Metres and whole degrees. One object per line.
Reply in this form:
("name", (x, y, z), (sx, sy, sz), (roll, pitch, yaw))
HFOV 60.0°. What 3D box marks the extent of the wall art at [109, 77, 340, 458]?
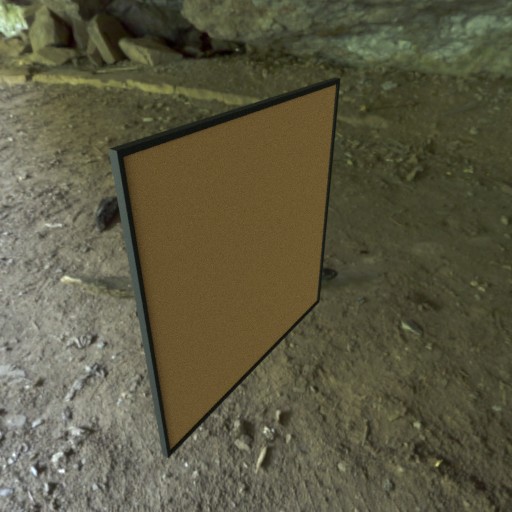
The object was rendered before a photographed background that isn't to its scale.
("wall art", (0.000, 0.000, 0.687), (0.013, 0.457, 0.458), (20, 37, 30))
